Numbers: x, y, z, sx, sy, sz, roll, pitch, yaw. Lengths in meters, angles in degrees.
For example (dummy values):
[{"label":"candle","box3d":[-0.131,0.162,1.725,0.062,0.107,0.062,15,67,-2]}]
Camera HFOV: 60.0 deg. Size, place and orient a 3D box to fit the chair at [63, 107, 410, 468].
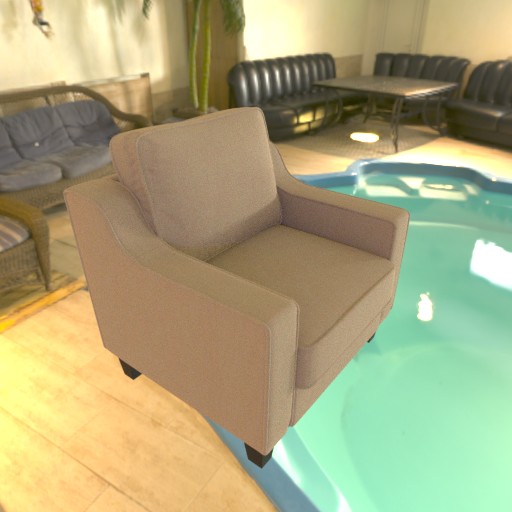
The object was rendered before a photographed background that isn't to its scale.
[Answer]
[{"label":"chair","box3d":[0.000,0.000,1.653,0.882,0.948,0.922,20,34,33]}]
